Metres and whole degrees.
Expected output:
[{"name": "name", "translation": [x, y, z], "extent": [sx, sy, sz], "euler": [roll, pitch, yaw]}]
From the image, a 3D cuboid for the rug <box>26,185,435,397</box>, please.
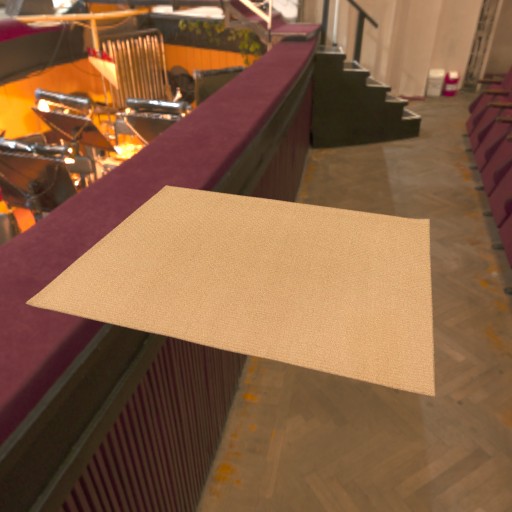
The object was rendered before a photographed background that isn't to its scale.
[{"name": "rug", "translation": [0.000, 0.000, 3.844], "extent": [2.897, 0.035, 2.277], "euler": [10, 34, 15]}]
